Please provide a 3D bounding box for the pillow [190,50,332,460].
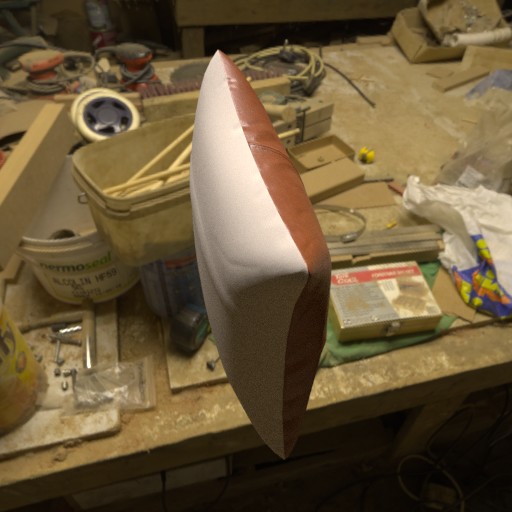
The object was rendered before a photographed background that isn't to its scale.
[{"bbox_3d":[0.000,0.000,0.733,0.192,0.477,0.501,-9,47,-9],"label":"pillow"}]
